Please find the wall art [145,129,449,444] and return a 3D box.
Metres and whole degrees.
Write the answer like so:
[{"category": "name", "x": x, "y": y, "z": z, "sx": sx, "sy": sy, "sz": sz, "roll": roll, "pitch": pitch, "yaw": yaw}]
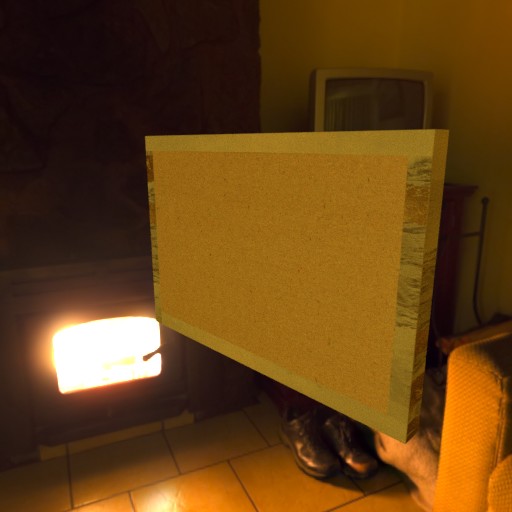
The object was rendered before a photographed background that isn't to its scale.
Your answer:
[{"category": "wall art", "x": 0.000, "y": 0.000, "z": 0.766, "sx": 0.606, "sy": 0.407, "sz": 0.041, "roll": 14, "pitch": 20, "yaw": 43}]
